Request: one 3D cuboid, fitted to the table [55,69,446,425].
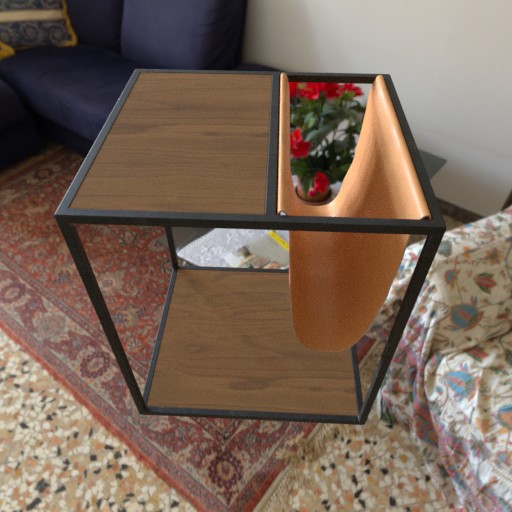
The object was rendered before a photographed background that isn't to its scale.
[{"bbox_3d":[0.000,0.000,0.834,0.450,0.536,0.399,2,46,2],"label":"table"}]
